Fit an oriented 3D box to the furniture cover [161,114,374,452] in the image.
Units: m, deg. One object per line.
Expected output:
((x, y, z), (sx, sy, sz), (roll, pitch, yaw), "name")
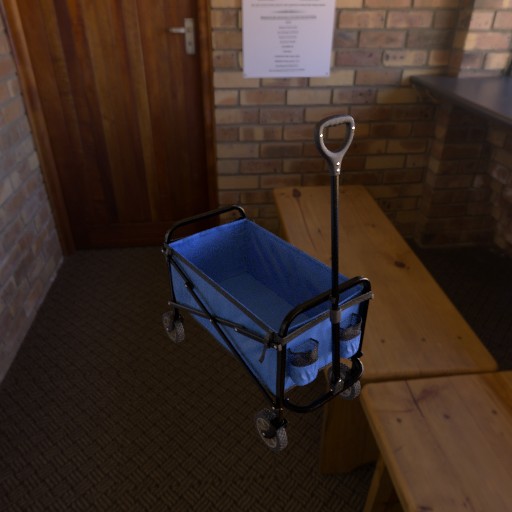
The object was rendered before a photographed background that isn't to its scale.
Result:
((0.000, 0.000, 1.859), (0.532, 1.295, 1.038), (-22, 37, -32), "furniture cover")
